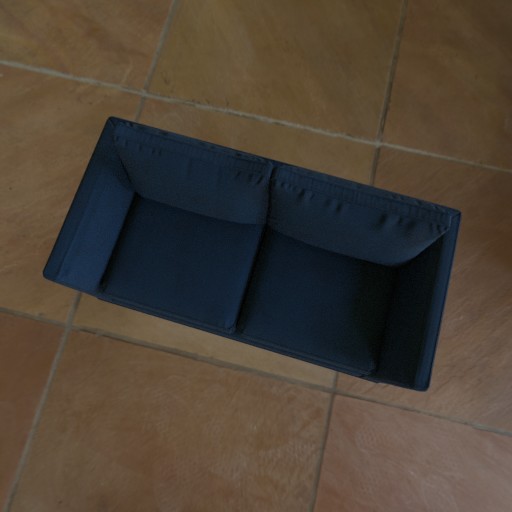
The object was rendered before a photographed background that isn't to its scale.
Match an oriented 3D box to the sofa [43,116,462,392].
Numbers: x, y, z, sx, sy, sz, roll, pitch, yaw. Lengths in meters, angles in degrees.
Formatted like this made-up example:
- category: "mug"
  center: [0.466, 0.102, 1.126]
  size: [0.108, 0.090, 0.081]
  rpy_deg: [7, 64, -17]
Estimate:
- category: "sofa"
  center: [0.000, 0.000, 2.259]
  size: [1.770, 1.002, 0.853]
  rpy_deg: [16, 77, 4]
